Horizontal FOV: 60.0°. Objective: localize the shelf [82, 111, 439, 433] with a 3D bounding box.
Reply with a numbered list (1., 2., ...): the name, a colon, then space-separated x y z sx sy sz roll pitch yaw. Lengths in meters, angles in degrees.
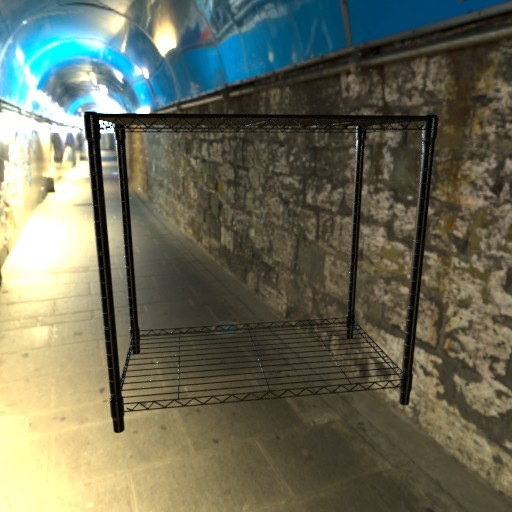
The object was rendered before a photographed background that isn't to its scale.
1. shelf: 0.000 0.000 0.945 0.589 0.564 0.338 -2 15 -9
